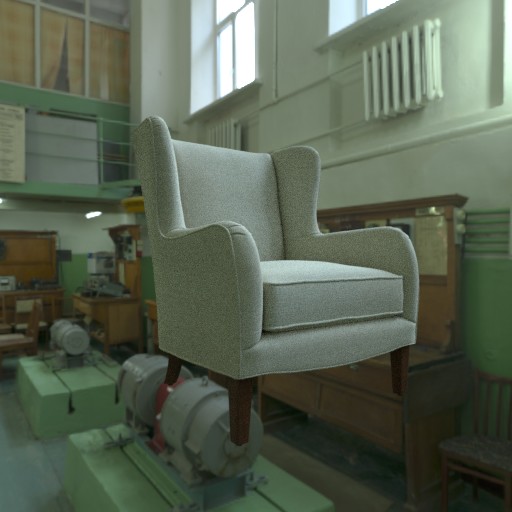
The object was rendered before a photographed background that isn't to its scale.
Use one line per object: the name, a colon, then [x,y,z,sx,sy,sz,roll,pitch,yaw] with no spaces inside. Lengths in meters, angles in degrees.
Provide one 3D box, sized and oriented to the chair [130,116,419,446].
chair: [0.000,0.000,1.769,0.838,1.040,0.966,0,0,-36]
